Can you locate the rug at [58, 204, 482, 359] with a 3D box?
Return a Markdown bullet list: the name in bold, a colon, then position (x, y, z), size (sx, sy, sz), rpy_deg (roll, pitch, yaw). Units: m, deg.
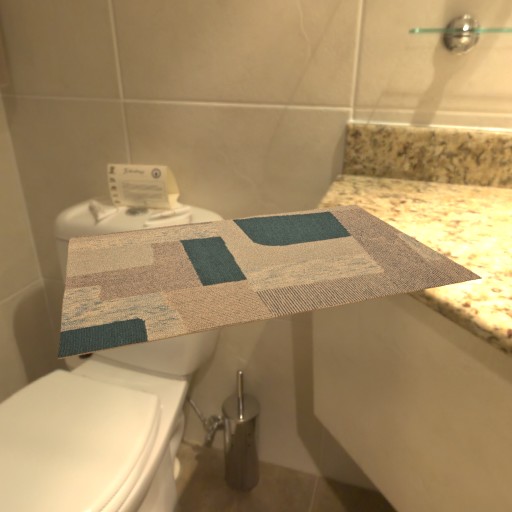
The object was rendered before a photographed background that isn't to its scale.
- **rug**: position (0.000, 0.000, 3.027), size (2.436, 0.015, 1.521), rpy_deg (-8, 26, -17)
